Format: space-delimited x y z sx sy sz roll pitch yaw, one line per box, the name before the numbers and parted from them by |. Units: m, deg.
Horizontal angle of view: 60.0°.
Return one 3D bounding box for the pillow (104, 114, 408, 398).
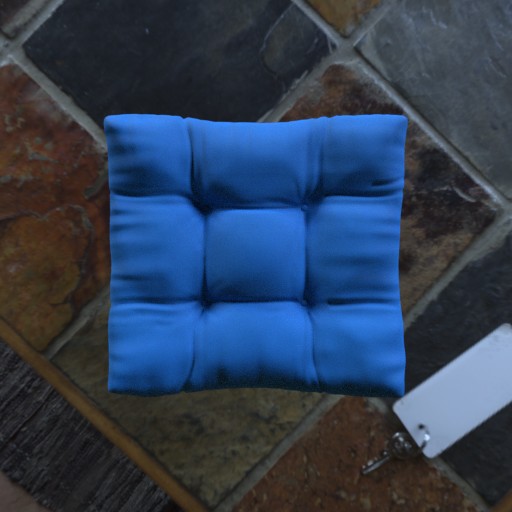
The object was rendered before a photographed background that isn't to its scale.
pillow | 0.000 0.000 0.745 0.490 0.128 0.468 0 90 0
